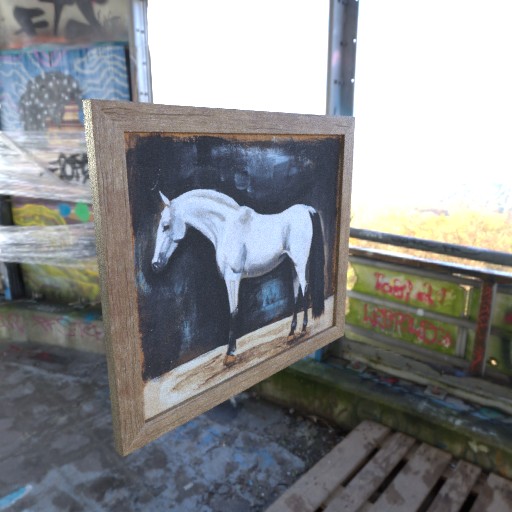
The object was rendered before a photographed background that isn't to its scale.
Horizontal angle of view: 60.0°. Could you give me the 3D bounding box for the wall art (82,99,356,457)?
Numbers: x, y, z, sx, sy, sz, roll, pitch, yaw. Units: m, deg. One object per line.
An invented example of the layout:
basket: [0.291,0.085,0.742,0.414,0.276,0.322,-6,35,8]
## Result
wall art: [0.000,0.000,0.941,0.026,0.588,0.690,14,20,42]
